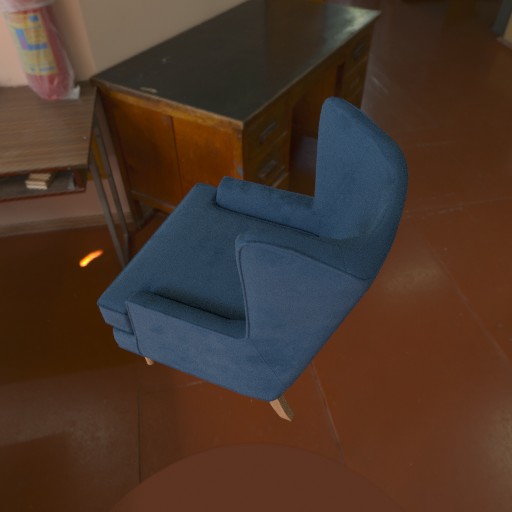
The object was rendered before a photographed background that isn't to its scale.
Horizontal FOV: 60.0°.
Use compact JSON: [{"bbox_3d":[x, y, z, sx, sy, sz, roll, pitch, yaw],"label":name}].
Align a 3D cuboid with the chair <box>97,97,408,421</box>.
[{"bbox_3d":[0.000,0.000,1.645,0.910,0.952,0.793,16,48,16],"label":"chair"}]
